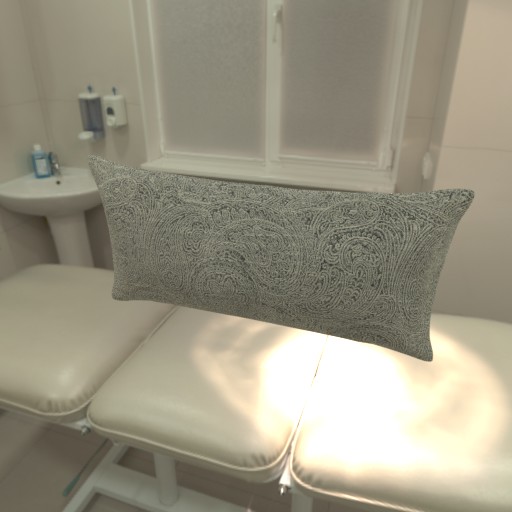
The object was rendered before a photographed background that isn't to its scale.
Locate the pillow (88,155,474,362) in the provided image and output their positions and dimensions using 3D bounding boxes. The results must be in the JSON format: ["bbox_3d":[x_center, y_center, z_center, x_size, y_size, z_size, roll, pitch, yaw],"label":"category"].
[{"bbox_3d":[0.000,0.000,0.743,0.615,0.295,0.151,9,28,17],"label":"pillow"}]
